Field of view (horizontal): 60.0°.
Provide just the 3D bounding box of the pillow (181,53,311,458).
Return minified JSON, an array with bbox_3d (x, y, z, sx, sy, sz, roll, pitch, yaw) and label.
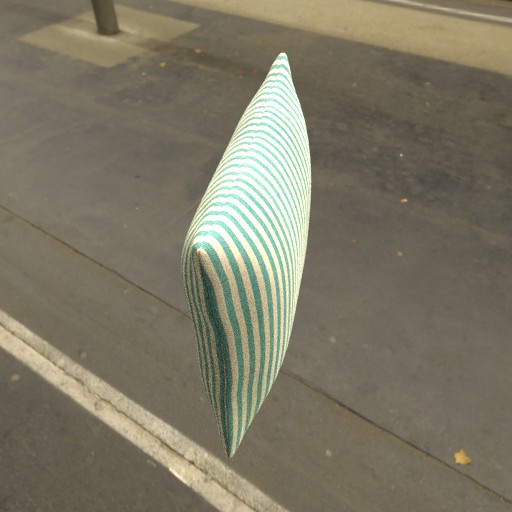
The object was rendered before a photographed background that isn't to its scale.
[{"bbox_3d":[0.000,0.000,0.785,0.166,0.510,0.523,8,46,8],"label":"pillow"}]
